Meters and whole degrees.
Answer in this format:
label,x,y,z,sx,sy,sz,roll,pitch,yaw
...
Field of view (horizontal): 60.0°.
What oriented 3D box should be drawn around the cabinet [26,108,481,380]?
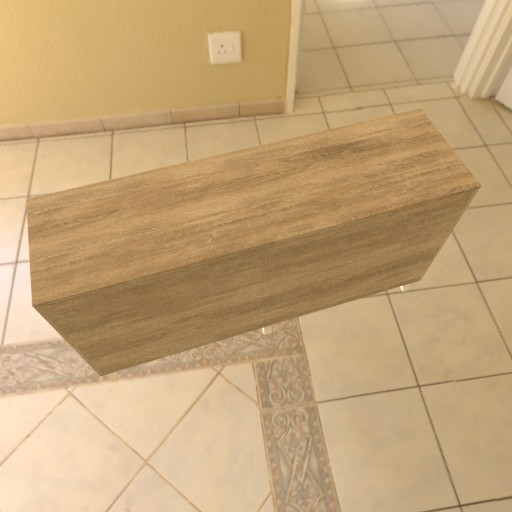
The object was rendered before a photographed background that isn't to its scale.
label,x,y,z,sx,sy,sz,roll,pitch,yaw
cabinet,0.000,0.000,1.985,1.600,0.870,0.450,-15,59,-9
